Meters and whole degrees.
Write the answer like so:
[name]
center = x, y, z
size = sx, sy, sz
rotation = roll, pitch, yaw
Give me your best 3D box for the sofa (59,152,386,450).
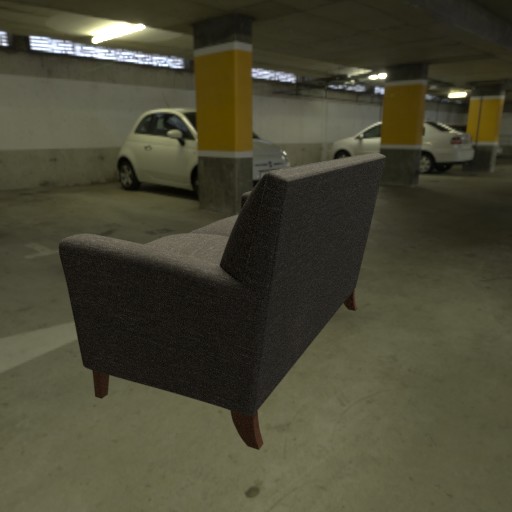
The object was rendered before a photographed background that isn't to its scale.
[sofa]
center = 0.000, 0.000, 2.064
size = 0.867, 0.905, 1.509
rotation = 7, 17, 25
